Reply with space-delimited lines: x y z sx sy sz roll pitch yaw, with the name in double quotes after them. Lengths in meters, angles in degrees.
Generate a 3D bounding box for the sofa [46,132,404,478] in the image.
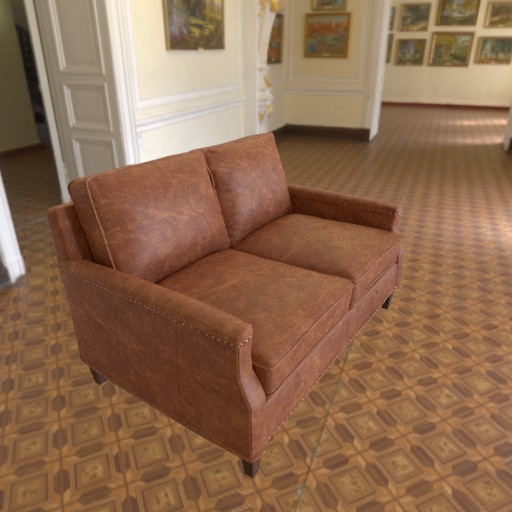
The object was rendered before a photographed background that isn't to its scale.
0.000 0.000 2.240 1.084 1.003 1.597 16 30 31 "sofa"
